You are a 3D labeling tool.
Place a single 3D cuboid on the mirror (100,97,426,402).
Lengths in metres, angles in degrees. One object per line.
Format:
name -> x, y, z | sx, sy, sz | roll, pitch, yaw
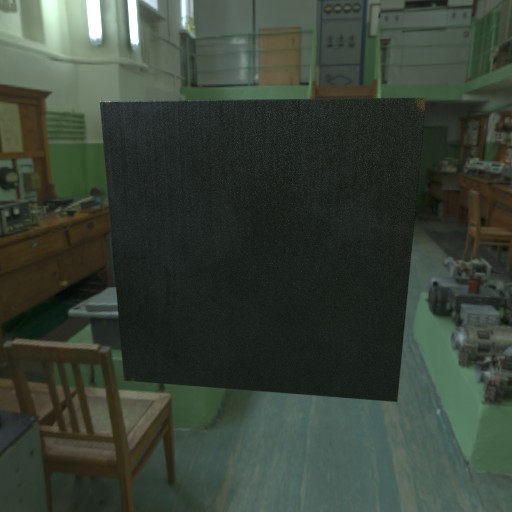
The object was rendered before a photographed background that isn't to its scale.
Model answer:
mirror -> 0.000, 0.000, 0.572 | 0.382, 0.381, 0.020 | 2, 15, 8
